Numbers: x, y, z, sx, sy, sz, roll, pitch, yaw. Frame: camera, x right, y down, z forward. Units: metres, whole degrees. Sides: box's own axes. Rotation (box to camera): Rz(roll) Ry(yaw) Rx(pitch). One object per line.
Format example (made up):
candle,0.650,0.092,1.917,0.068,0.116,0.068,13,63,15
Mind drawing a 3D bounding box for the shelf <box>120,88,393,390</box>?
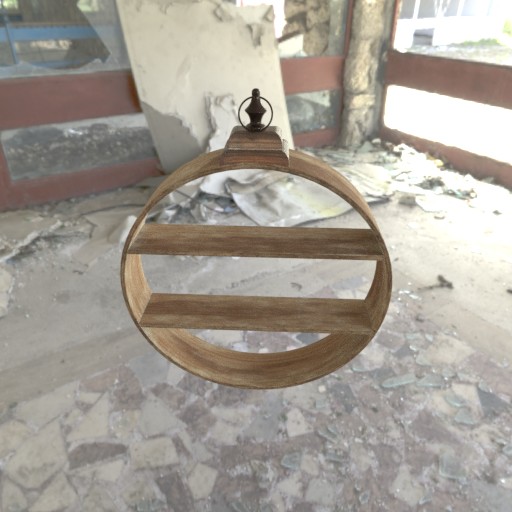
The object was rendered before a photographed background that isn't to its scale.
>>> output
shelf,0.000,0.000,1.010,0.601,0.725,0.125,2,30,3
